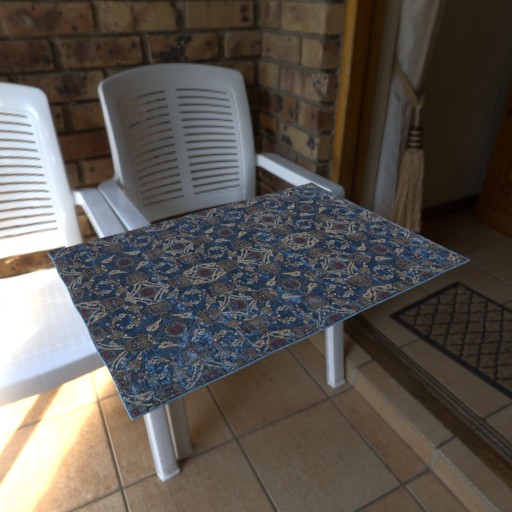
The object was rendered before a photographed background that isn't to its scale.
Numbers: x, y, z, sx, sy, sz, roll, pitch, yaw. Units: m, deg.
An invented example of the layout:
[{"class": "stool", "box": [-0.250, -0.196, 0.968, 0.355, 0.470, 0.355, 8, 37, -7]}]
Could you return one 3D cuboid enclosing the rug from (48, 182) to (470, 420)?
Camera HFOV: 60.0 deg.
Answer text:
[{"class": "rug", "box": [0.000, 0.000, 2.832, 2.207, 0.014, 1.567, -19, 36, -28]}]
